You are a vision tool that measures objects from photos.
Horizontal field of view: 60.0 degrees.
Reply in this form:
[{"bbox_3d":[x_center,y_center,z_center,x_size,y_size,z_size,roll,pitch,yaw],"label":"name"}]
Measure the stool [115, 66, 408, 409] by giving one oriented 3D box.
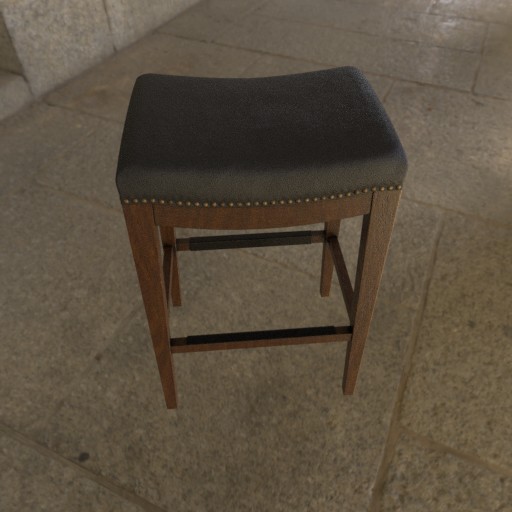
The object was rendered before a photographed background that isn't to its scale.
[{"bbox_3d":[0.000,0.000,1.030,0.500,0.765,0.361,-3,47,-3],"label":"stool"}]
